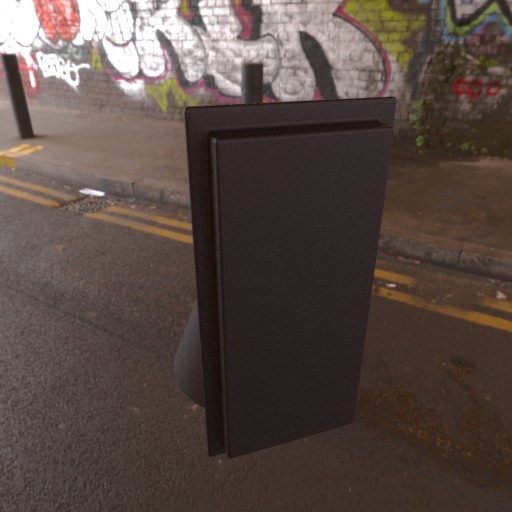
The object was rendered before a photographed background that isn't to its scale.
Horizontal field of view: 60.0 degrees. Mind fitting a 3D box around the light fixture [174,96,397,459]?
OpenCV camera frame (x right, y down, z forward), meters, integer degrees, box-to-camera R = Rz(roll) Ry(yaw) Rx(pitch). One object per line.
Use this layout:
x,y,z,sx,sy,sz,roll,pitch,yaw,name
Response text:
0.000,0.000,0.418,0.170,0.298,0.207,-9,28,-17,light fixture
